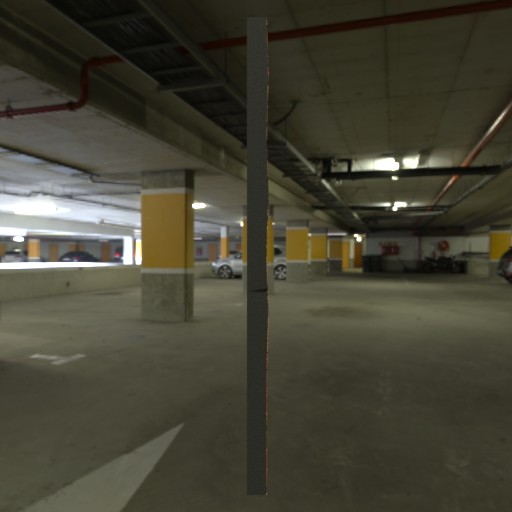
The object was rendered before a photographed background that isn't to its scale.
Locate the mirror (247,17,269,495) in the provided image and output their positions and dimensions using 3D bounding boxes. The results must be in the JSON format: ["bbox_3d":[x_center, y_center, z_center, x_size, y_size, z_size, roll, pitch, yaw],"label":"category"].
[{"bbox_3d":[0.000,0.000,1.149,0.044,0.912,0.606,0,0,-1],"label":"mirror"}]
